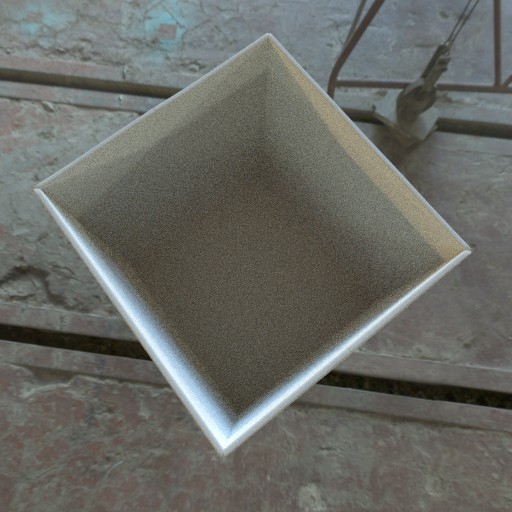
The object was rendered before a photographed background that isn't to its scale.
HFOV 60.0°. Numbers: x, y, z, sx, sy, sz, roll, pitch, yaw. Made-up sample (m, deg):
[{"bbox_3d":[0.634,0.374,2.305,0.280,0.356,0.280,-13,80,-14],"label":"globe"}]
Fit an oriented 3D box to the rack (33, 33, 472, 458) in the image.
[{"bbox_3d":[0.000,0.000,0.498,0.270,0.280,0.270,-37,79,-9],"label":"rack"}]
